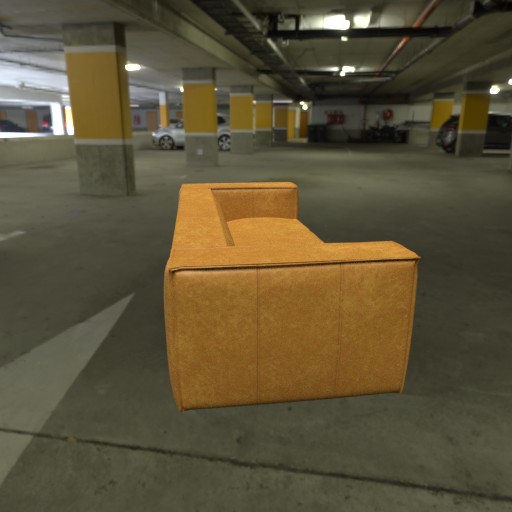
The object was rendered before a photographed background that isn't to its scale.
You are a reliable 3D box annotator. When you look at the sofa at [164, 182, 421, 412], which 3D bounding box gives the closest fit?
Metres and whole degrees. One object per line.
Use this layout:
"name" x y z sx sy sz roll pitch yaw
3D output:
"sofa" 0.000 0.000 3.059 1.102 0.701 2.581 -2 17 -8
